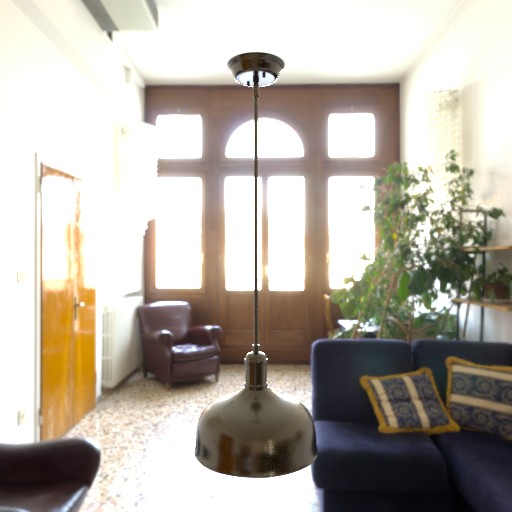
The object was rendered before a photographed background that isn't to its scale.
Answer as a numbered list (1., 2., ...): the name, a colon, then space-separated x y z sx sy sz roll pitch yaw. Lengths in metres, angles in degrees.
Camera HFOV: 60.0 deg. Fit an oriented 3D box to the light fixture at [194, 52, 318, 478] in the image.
1. light fixture: 0.000 0.000 1.083 0.299 0.935 0.299 0 -1 -35
